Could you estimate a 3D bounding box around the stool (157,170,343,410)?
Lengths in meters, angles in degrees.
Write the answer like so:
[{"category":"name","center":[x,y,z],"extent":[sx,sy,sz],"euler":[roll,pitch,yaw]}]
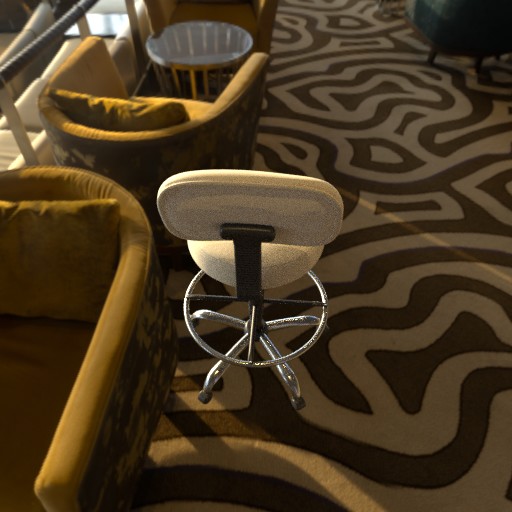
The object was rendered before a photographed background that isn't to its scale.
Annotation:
[{"category":"stool","center":[0.000,0.000,1.446],"extent":[0.609,1.080,0.616],"euler":[3,47,3]}]
